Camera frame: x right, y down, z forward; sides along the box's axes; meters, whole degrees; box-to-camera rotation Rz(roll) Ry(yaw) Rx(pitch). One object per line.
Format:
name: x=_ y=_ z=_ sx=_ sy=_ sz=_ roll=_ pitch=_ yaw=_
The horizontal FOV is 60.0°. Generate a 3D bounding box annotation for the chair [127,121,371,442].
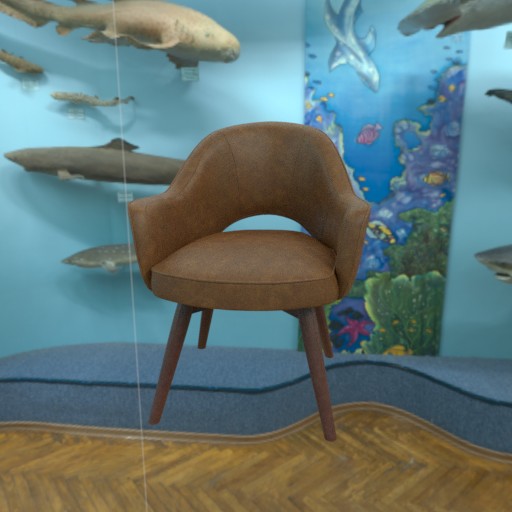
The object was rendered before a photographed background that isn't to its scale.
chair: x=0.000 y=0.000 z=1.263 sx=0.591 sy=0.777 sz=0.640 roll=2 pitch=13 yaw=9
